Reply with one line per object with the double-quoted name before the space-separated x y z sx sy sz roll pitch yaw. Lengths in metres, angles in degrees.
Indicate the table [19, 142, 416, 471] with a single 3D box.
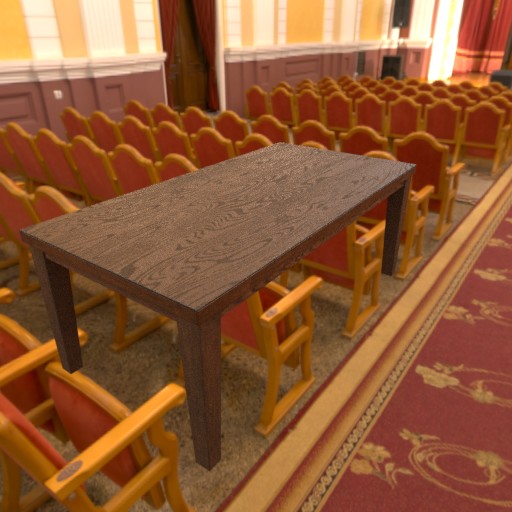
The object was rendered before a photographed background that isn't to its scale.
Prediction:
"table" 0.000 0.000 2.476 1.016 0.762 1.981 19 33 32
